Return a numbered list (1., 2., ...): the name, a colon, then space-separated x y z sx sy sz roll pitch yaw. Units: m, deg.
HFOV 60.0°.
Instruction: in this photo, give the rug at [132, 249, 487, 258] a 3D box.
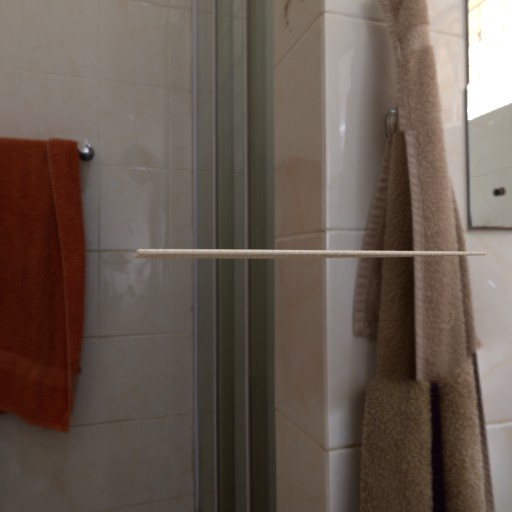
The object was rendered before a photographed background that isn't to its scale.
1. rug: 0.000 0.000 2.316 1.238 0.014 1.848 0 -1 -16
